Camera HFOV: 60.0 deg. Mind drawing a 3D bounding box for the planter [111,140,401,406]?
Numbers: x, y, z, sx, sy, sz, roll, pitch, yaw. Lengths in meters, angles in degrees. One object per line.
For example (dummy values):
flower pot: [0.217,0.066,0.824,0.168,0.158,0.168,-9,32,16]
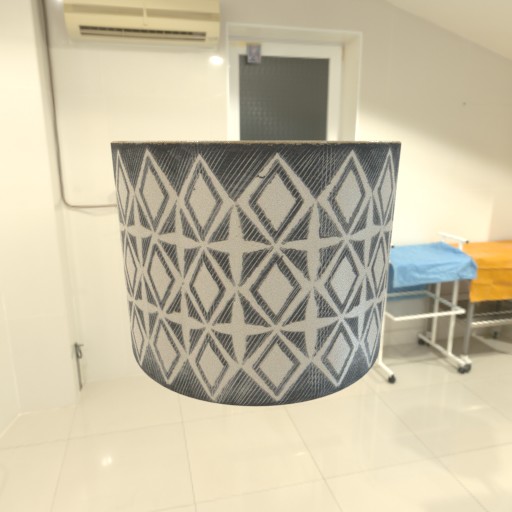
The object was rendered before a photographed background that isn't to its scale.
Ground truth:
planter: [0.000,0.000,0.328,0.192,0.165,0.192,0,14,0]
